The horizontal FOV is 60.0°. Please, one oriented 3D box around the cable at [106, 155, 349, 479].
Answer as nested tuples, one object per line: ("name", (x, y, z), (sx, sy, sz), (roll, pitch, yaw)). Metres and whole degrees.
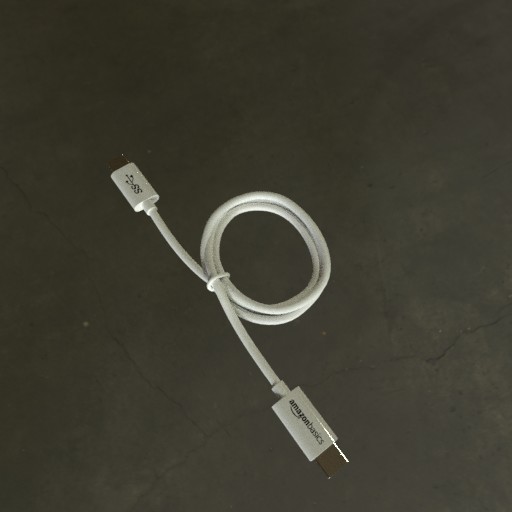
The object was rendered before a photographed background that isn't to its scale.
("cable", (0.000, 0.000, 0.211), (0.070, 0.014, 0.186), (-33, 68, -15))
